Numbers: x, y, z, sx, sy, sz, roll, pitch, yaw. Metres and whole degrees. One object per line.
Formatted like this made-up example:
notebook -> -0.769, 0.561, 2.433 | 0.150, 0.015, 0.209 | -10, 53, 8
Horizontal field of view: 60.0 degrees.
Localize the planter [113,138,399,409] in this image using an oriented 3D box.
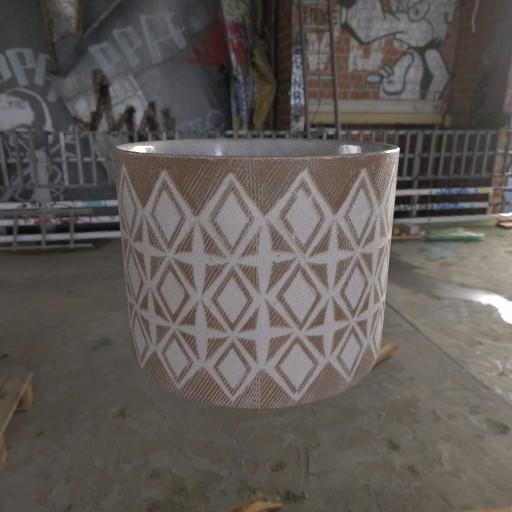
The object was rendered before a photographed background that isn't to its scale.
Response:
planter -> 0.000, 0.000, 0.336 | 0.193, 0.165, 0.193 | 0, 18, 0
